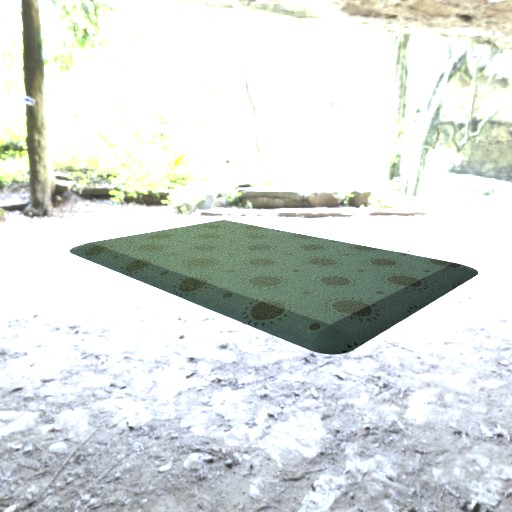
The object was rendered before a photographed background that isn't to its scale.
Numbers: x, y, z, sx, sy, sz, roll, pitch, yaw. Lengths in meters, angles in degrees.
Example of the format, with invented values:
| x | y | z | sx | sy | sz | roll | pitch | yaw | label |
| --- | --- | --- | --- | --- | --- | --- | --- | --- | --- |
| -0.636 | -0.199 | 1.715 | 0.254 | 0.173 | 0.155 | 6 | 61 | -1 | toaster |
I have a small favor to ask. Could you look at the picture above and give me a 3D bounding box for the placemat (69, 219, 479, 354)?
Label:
| x | y | z | sx | sy | sz | roll | pitch | yaw | label |
| --- | --- | --- | --- | --- | --- | --- | --- | --- | --- |
| 0.000 | 0.000 | 0.952 | 0.762 | 0.021 | 0.508 | 14 | 20 | 42 | placemat |
